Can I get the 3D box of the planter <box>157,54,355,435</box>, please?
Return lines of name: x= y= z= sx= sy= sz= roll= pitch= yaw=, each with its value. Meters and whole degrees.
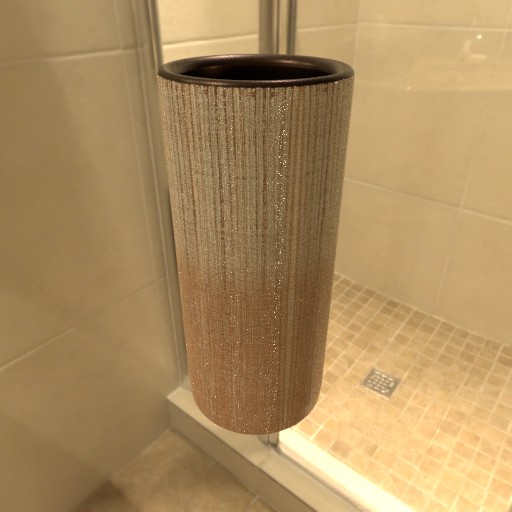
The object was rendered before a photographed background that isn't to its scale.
planter: x=0.000 y=0.000 z=0.285 sx=0.100 sy=0.227 sz=0.100 roll=1 pitch=31 yaw=2
